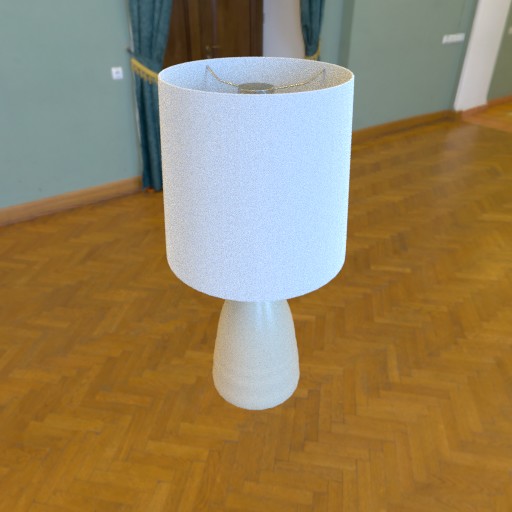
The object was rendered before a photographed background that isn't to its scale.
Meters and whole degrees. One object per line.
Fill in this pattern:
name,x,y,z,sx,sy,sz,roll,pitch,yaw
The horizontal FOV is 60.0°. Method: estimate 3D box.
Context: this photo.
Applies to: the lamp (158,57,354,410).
lamp,0.000,0.000,0.475,0.186,0.369,0.186,0,33,0
